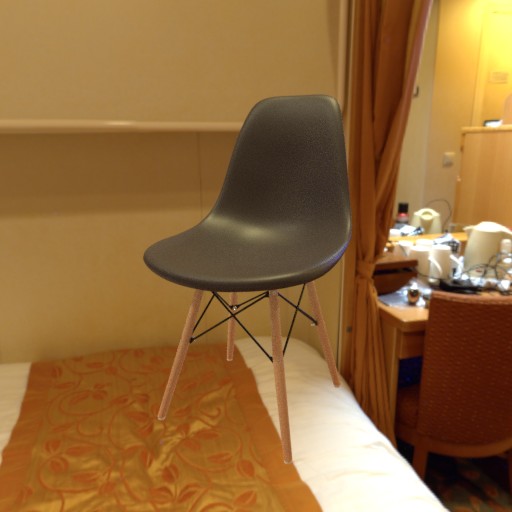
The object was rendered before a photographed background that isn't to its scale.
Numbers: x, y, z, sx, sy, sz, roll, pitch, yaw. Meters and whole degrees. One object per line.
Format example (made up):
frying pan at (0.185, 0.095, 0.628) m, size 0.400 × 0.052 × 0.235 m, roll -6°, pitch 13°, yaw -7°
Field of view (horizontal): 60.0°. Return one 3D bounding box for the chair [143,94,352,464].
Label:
chair at (0.000, 0.000, 1.141) m, size 0.470 × 0.825 × 0.533 m, roll 7°, pitch 16°, yaw 26°
